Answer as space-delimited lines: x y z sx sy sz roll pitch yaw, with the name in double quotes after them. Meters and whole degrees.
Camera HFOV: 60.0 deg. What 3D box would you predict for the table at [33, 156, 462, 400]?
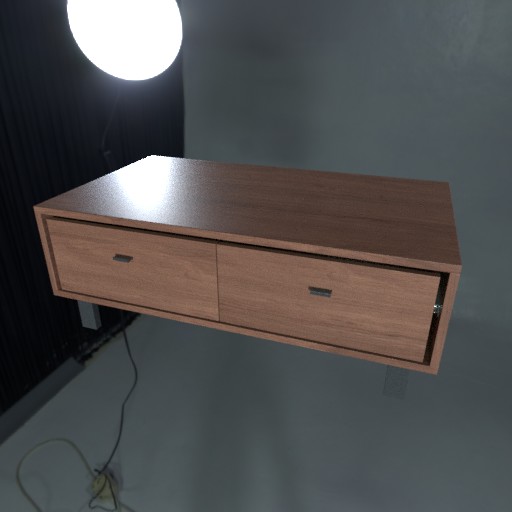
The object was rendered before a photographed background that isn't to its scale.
0.000 0.000 1.311 1.020 0.380 0.600 9 27 17 "table"
